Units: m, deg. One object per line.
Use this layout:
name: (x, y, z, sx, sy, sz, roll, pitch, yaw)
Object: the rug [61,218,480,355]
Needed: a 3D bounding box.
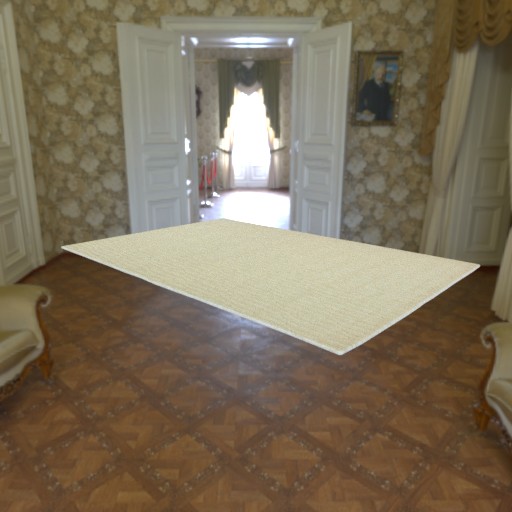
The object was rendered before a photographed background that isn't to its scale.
rug: (0.000, 0.000, 2.310, 1.848, 0.014, 1.238, 14, 20, 41)
